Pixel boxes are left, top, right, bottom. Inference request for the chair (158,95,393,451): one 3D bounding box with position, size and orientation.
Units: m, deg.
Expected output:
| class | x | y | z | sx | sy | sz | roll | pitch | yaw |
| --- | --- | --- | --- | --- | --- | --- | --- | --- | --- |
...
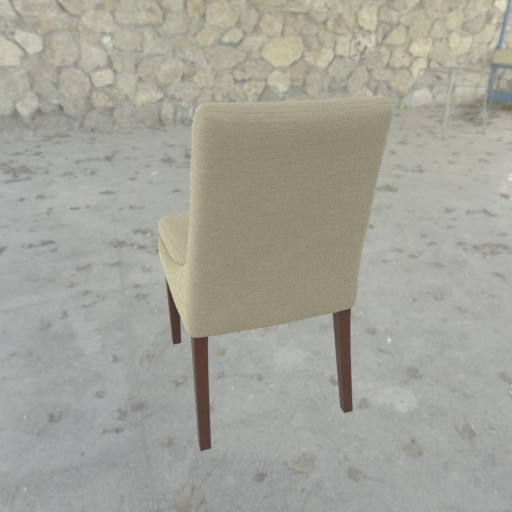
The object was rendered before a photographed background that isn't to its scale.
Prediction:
| class | x | y | z | sx | sy | sz | roll | pitch | yaw |
| --- | --- | --- | --- | --- | --- | --- | --- | --- | --- |
| chair | 0.000 | 0.000 | 1.301 | 0.515 | 0.940 | 0.638 | -8 | 28 | -16 |
